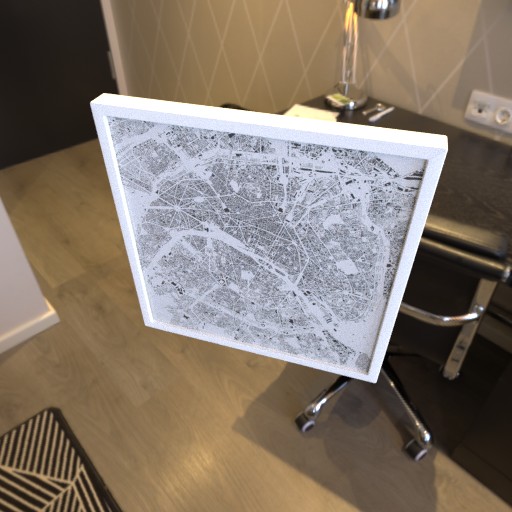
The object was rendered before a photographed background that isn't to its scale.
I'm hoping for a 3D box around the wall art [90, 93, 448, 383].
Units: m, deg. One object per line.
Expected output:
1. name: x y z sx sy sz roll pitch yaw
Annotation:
1. wall art: 0.000 0.000 0.783 0.508 0.508 0.038 11 42 13
